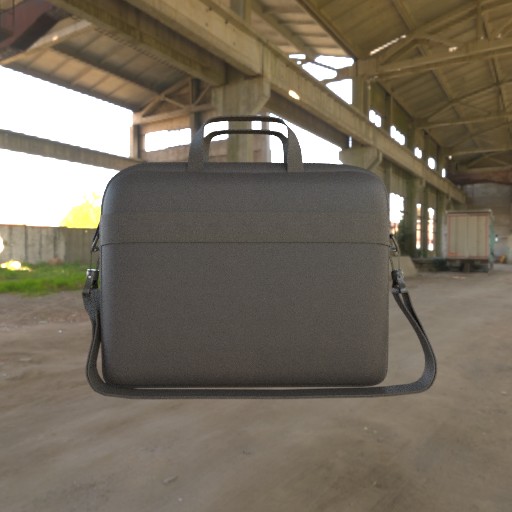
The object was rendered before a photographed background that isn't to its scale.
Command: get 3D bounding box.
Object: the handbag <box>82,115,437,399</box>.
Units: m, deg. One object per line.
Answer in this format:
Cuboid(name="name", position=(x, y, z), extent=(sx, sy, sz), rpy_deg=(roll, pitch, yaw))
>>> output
Cuboid(name="handbag", position=(0.000, 0.000, 0.572), extent=(0.429, 0.330, 0.126), rpy_deg=(0, 2, -1))
